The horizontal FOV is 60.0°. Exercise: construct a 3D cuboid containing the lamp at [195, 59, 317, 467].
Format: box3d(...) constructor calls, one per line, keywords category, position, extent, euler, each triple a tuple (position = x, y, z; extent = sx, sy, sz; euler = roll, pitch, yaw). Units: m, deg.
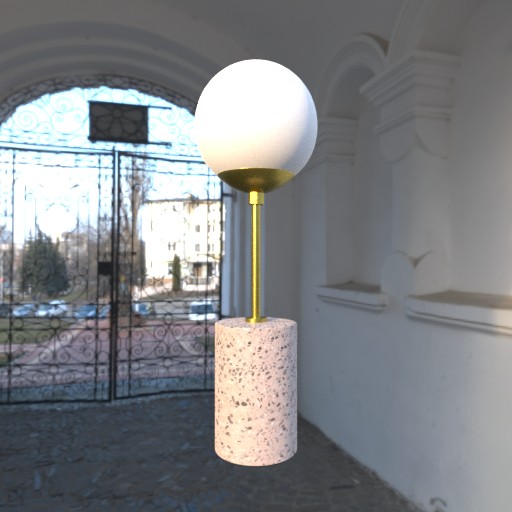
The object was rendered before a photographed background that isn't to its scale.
box3d(category="lamp", position=(0.000, 0.000, 0.556), extent=(0.153, 0.480, 0.153), euler=(0, -1, 0))
